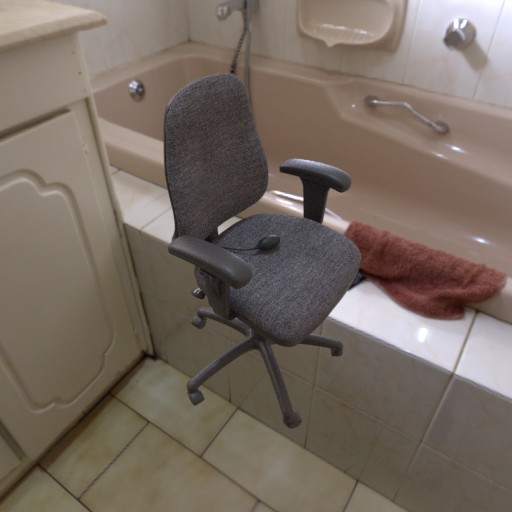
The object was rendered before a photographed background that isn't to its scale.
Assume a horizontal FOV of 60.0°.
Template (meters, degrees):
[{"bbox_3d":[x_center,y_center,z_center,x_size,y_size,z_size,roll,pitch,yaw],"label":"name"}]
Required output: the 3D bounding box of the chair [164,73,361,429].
[{"bbox_3d":[0.000,0.000,1.239,0.530,0.910,0.550,25,46,27],"label":"chair"}]
